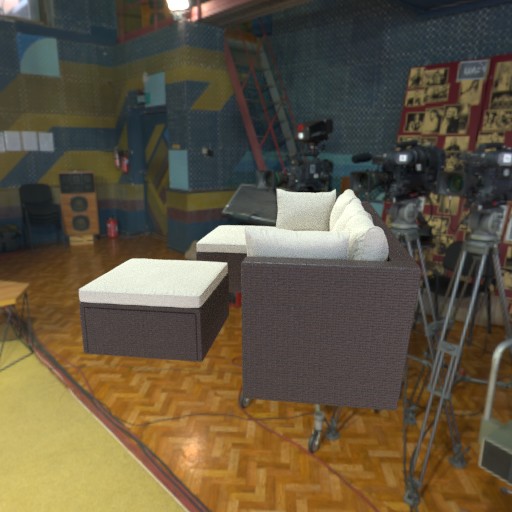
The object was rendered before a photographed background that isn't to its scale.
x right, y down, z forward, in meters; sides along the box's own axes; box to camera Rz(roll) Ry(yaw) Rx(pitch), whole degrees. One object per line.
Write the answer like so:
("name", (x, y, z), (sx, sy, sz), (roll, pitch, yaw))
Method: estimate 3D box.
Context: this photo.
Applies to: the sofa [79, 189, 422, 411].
("sofa", (0.000, 0.000, 2.905), (1.612, 0.766, 2.192), (2, 14, 8))
